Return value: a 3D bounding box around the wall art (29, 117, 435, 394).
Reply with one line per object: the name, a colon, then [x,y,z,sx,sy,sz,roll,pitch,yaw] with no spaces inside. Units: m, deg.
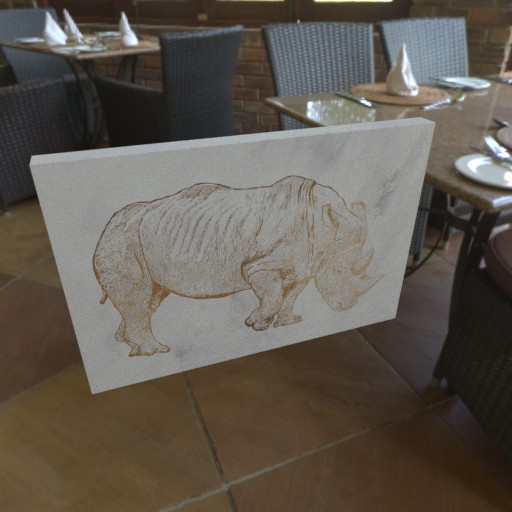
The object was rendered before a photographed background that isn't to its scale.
wall art: [0.000,0.000,0.756,0.609,0.407,0.038,-10,33,-17]
